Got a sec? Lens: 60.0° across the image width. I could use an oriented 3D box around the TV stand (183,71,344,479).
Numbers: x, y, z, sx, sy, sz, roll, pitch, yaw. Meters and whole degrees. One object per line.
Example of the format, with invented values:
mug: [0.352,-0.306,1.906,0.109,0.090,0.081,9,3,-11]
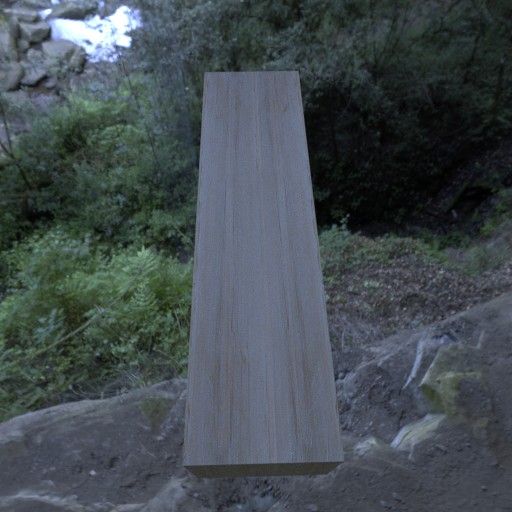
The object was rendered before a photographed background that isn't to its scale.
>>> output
TV stand: [0.000,0.000,1.801,0.420,0.550,1.600,-1,59,-1]
